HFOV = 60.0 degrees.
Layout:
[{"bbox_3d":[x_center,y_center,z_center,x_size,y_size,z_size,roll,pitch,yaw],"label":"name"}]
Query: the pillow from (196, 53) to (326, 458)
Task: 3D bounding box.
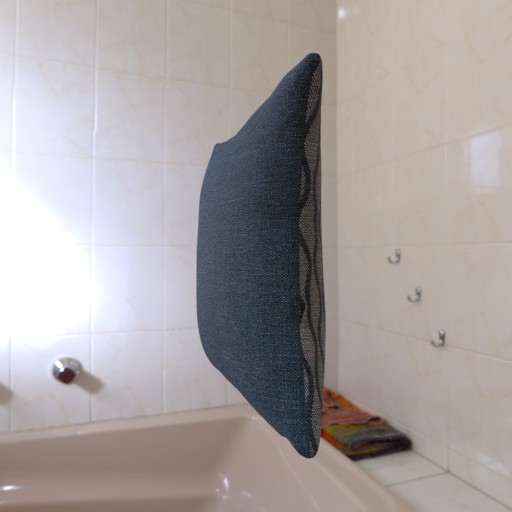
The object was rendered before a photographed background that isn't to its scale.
[{"bbox_3d":[0.000,0.000,0.668,0.159,0.435,0.435,0,0,-19],"label":"pillow"}]
